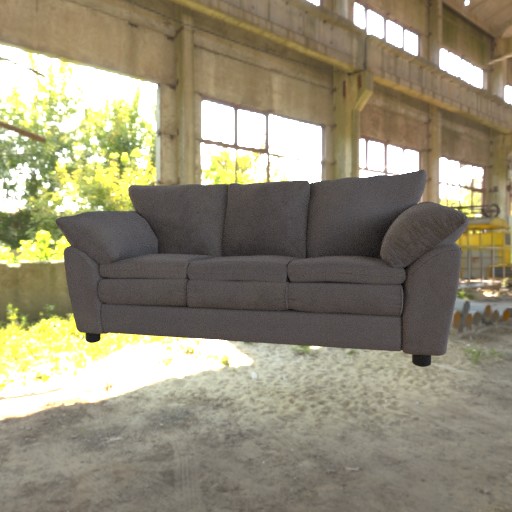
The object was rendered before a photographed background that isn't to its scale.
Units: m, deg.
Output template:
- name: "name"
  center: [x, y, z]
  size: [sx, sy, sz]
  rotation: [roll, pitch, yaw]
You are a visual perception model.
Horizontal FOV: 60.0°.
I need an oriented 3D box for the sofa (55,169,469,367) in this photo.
- name: "sofa"
  center: [0.000, 0.000, 2.785]
  size: [2.336, 1.073, 0.878]
  rotation: [0, 1, 17]
